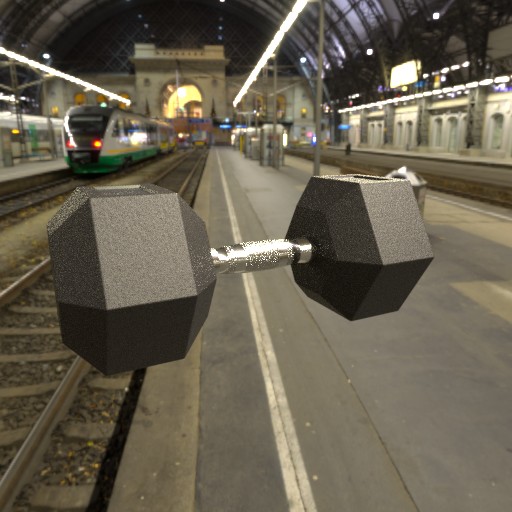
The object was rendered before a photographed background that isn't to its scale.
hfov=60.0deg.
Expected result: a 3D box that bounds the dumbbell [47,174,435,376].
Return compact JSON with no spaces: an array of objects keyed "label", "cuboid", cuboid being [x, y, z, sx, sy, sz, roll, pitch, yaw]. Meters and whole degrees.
[{"label":"dumbbell","cuboid":[0.000,0.000,0.325,0.271,0.106,0.122,-7,17,-26]}]
